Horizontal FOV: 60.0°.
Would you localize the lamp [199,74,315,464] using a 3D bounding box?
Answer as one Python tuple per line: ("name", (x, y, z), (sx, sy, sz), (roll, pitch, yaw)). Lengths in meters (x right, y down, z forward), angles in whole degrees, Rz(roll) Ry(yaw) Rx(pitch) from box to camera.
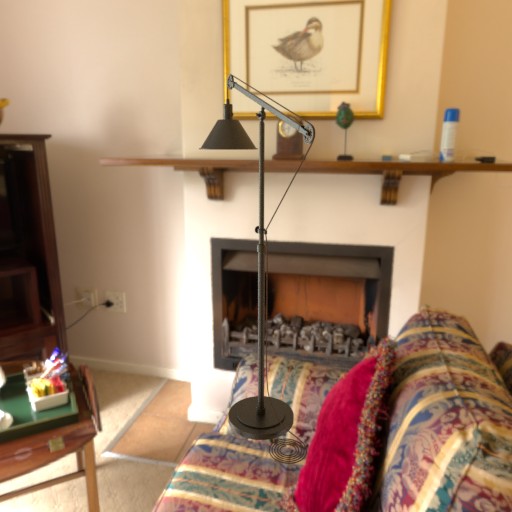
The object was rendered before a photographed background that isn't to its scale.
("lamp", (0.000, 0.000, 2.027), (0.319, 1.626, 0.904), (-7, 16, -25))
